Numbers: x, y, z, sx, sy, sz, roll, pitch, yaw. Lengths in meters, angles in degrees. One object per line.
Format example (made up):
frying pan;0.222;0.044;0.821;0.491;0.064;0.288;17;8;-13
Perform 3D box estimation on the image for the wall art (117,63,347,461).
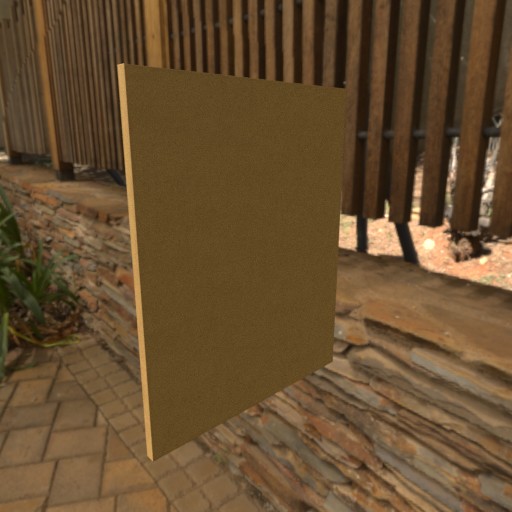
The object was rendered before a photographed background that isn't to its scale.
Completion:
wall art;0.000;0.000;1.345;0.798;1.002;0.030;-14;21;-42
